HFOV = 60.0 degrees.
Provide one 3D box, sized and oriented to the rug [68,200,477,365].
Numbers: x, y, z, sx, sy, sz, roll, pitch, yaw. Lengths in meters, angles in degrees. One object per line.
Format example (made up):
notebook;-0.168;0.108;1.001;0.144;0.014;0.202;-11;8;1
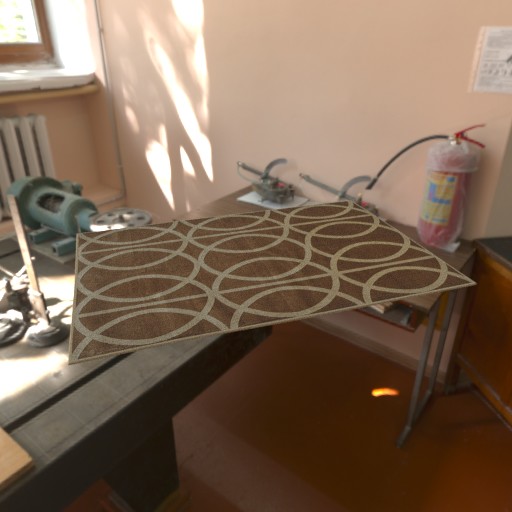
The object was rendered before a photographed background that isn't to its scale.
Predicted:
rug;0.000;0.000;2.958;2.290;0.014;1.526;-9;28;-16
